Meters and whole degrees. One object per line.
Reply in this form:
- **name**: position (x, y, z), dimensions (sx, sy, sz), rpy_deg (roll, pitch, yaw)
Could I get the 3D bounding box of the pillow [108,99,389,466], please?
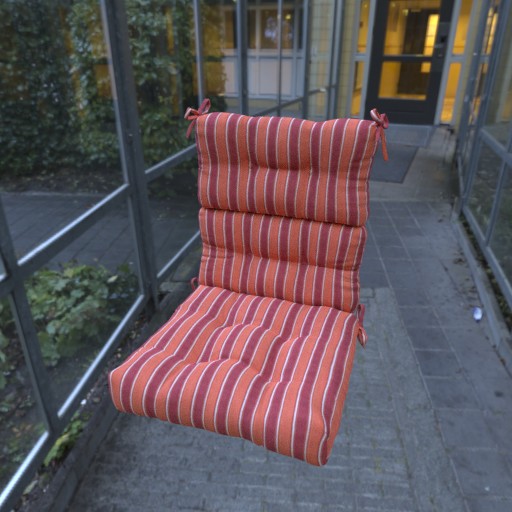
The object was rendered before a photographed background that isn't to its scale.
- **pillow**: position (0.000, 0.000, 0.999), dimensions (0.519, 0.605, 0.571), rpy_deg (9, 27, 17)
